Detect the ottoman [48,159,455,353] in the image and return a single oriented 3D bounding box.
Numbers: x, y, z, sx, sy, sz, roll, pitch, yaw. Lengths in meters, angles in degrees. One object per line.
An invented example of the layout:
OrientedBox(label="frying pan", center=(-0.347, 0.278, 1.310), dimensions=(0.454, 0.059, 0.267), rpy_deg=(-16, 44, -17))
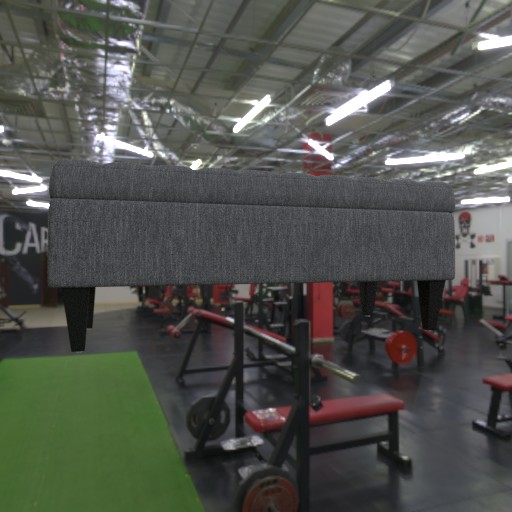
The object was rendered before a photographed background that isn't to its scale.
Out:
OrientedBox(label="ottoman", center=(0.000, 0.000, 1.406), dimensions=(1.151, 0.469, 0.482), rpy_deg=(0, 0, -17))
